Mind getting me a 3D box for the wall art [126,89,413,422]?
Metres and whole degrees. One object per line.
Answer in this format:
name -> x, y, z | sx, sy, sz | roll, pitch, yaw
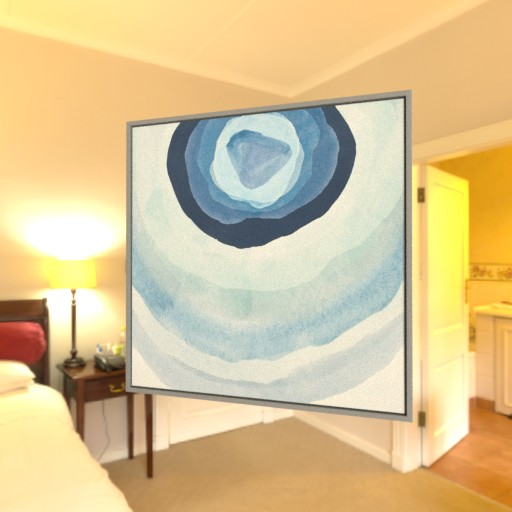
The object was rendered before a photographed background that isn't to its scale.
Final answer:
wall art -> 0.000, 0.000, 1.216 | 0.809, 0.807, 0.038 | 0, 0, 18
